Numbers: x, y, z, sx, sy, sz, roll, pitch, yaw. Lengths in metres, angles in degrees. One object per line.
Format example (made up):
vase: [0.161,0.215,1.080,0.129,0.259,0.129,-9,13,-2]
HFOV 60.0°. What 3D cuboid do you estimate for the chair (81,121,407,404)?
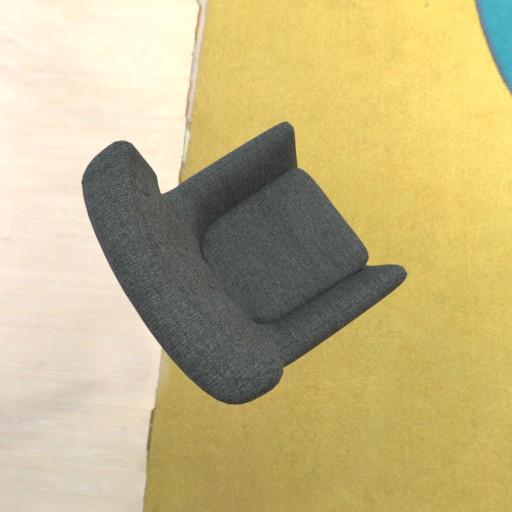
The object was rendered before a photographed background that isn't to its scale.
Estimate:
chair: [0.000,0.000,1.788,0.904,1.063,0.878,-33,78,-8]
